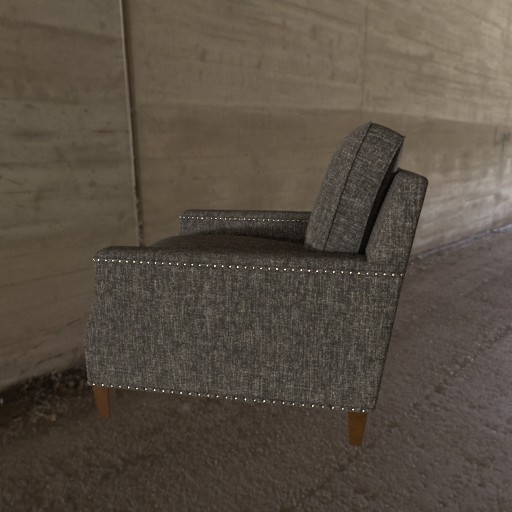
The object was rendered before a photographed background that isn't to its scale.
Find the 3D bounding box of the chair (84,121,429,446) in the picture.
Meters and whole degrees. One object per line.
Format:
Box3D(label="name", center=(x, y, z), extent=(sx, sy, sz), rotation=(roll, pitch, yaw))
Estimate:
Box3D(label="chair", center=(0.000, 0.000, 1.658), extent=(1.014, 0.943, 0.853), rotation=(3, 15, 10))
